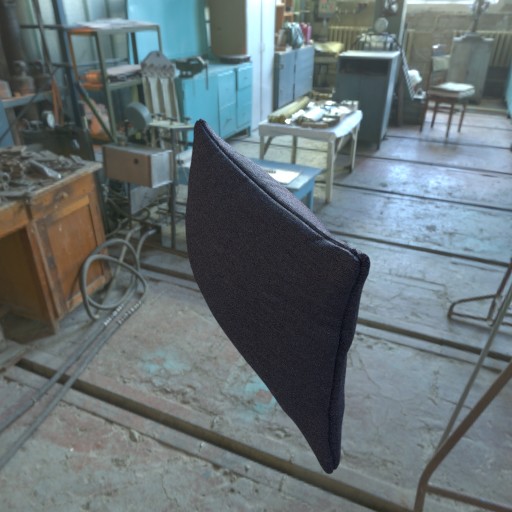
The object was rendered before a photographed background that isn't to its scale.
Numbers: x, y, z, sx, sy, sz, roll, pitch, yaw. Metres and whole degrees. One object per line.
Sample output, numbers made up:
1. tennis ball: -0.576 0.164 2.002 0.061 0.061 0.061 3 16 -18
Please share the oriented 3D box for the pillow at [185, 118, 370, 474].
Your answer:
1. pillow: 0.000 0.000 0.773 0.210 0.338 0.633 -11 32 -18
